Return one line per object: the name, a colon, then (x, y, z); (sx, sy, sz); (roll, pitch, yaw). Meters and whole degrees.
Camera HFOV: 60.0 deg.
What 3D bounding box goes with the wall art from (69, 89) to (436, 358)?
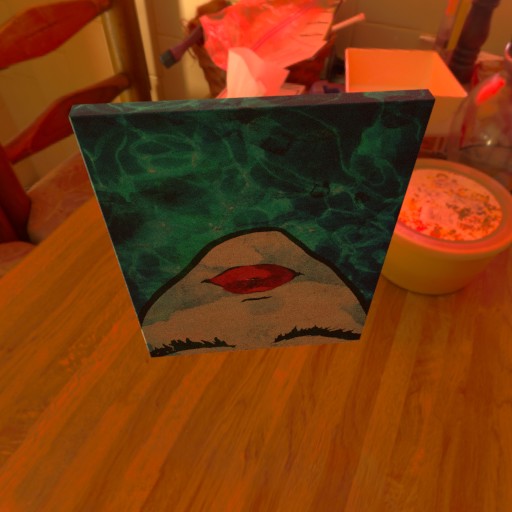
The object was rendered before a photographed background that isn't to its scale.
wall art: (0.000, 0.000, 1.023); (0.609, 0.760, 0.038); (-4, 47, -4)
